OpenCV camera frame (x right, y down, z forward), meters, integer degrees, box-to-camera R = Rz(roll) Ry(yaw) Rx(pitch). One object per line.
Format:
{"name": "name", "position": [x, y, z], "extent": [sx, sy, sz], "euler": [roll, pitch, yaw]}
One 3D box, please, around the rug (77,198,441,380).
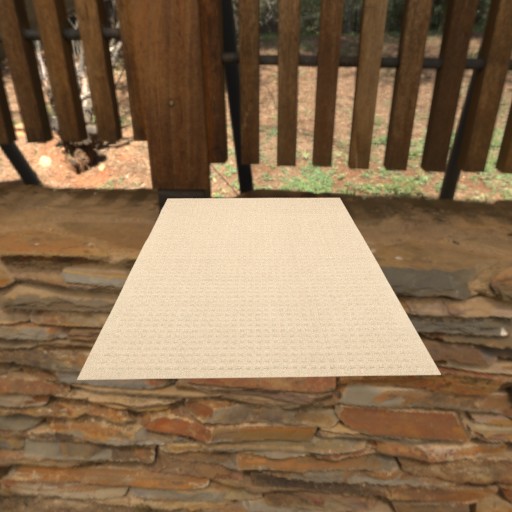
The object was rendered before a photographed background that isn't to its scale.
{"name": "rug", "position": [0.000, 0.000, 2.874], "extent": [1.523, 0.006, 2.289], "euler": [0, 26, -1]}
